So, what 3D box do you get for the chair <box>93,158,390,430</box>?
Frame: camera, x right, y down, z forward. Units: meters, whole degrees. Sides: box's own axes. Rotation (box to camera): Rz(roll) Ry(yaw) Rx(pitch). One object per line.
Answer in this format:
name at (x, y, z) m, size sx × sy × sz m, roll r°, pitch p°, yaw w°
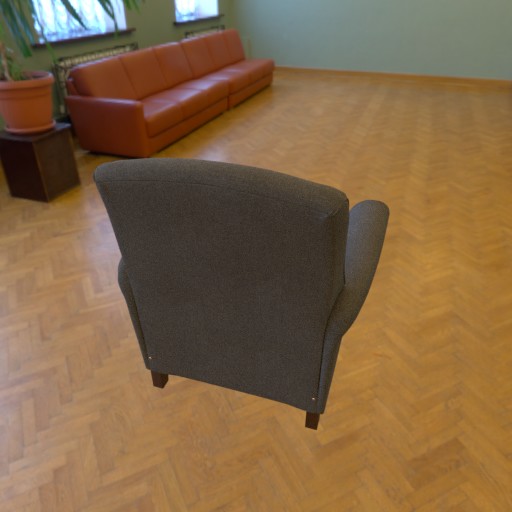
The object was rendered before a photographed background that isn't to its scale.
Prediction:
chair at (0.000, 0.000, 1.798) m, size 0.978 × 1.061 × 0.905 m, roll 10°, pitch 33°, yaw 15°
